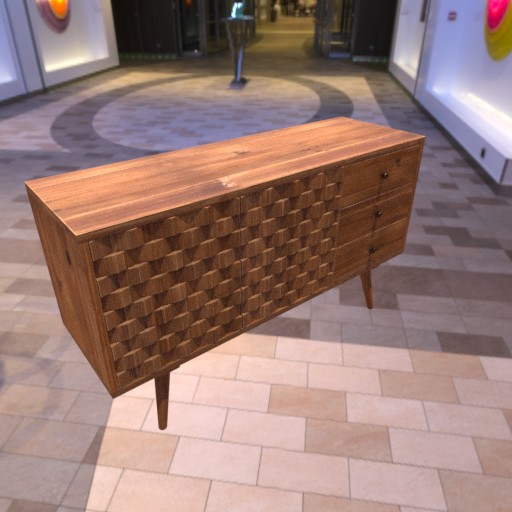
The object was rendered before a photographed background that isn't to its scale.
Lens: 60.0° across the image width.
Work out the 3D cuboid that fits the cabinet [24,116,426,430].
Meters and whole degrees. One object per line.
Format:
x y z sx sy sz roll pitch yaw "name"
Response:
0.000 0.000 1.744 1.400 0.800 0.472 -22 36 -33 "cabinet"
